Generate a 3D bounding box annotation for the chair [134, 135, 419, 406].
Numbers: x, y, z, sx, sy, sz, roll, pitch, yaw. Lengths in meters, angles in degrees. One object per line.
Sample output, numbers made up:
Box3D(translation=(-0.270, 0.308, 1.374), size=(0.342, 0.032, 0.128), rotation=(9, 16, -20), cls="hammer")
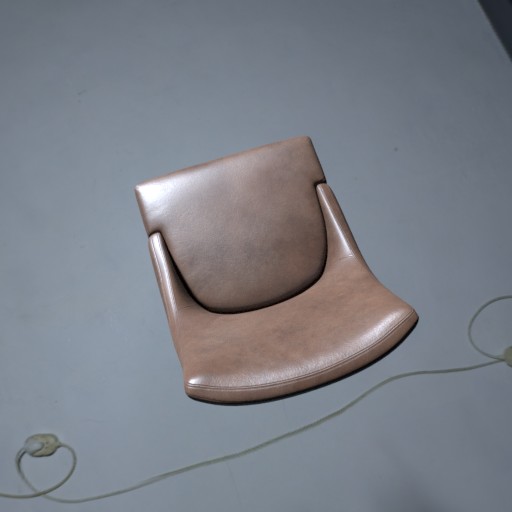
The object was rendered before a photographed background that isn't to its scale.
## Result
Box3D(translation=(0.000, 0.000, 1.479), size=(0.701, 0.909, 0.861), rotation=(-17, 76, -4), cls="chair")
